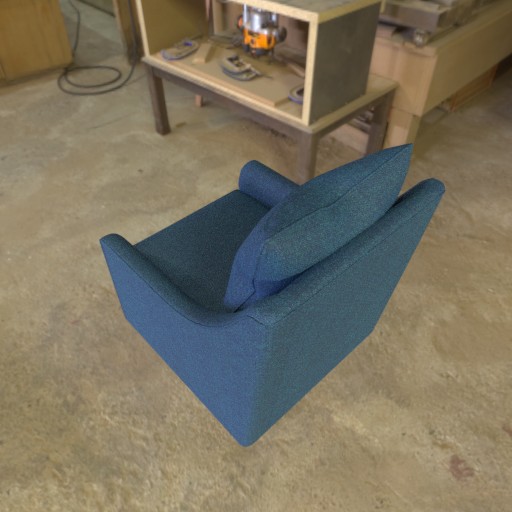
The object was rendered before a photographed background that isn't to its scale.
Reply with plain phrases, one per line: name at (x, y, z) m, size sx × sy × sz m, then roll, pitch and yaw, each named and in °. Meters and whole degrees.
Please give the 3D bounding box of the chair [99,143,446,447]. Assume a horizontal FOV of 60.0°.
chair at (0.000, 0.000, 1.571) m, size 0.750 × 0.939 × 0.870 m, roll -34°, pitch 54°, yaw -29°
